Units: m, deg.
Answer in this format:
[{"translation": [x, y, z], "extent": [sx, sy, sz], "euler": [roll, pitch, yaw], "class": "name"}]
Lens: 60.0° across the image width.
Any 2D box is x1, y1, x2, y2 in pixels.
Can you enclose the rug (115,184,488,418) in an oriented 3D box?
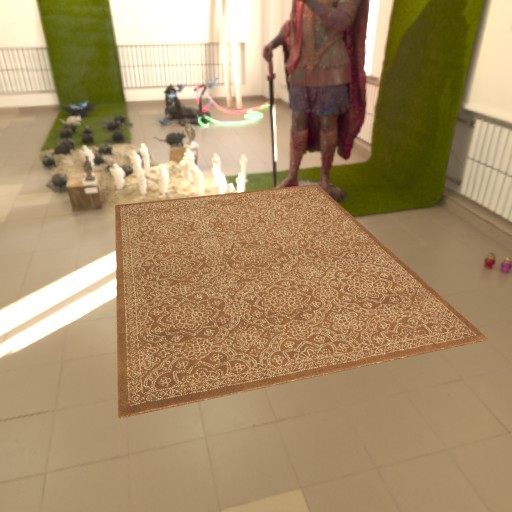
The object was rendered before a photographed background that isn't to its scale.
[{"translation": [0.000, 0.000, 4.008], "extent": [2.441, 0.015, 3.050], "euler": [-8, 31, -14], "class": "rug"}]
